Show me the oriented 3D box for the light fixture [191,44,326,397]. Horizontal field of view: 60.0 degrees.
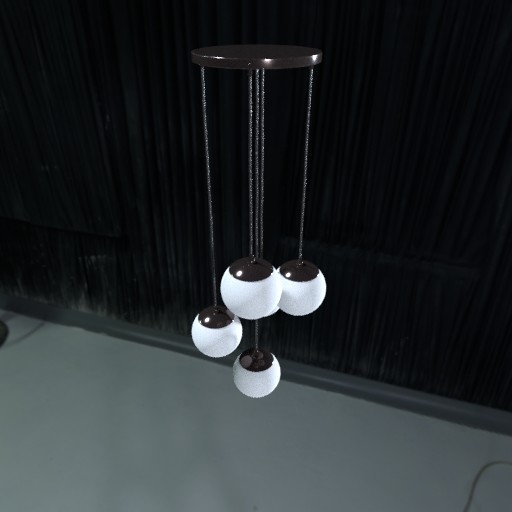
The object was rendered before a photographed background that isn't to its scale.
[{"bbox_3d":[0.000,0.000,1.504,0.484,1.271,0.489,8,32,14],"label":"light fixture"}]
